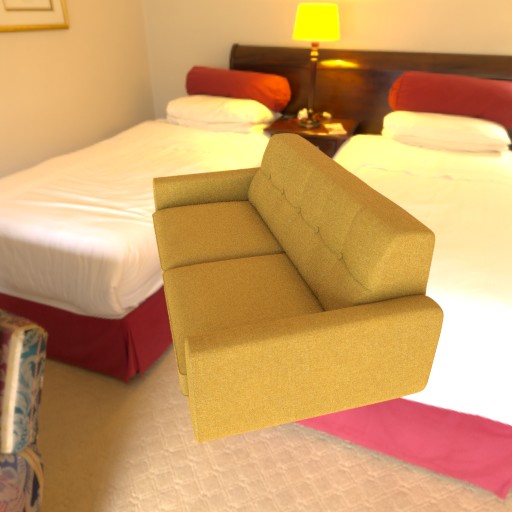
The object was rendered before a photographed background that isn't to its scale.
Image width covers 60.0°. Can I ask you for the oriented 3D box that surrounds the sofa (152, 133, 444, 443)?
[{"bbox_3d":[0.000,0.000,2.155,0.909,0.841,1.631,-8,30,-13],"label":"sofa"}]
